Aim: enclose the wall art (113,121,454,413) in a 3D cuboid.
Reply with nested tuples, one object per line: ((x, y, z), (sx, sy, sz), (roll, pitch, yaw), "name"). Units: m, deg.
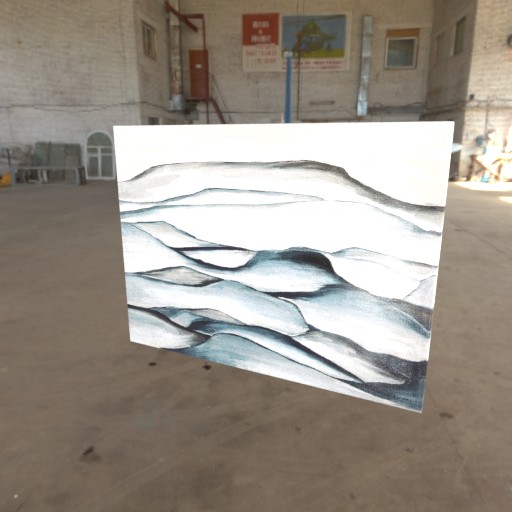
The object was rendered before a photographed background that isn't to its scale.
((0.000, 0.000, 1.602), (1.219, 0.915, 0.039), (7, 17, 25), "wall art")
